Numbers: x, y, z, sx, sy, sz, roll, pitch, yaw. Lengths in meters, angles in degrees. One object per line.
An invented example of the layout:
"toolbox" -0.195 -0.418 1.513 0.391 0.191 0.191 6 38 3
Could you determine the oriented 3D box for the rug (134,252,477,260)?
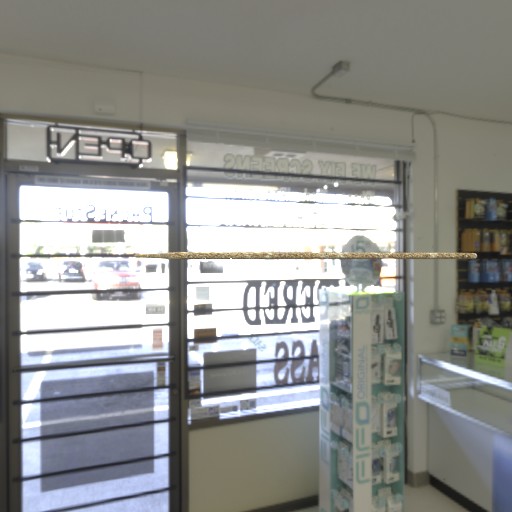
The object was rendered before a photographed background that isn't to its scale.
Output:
"rug" 0.000 0.000 3.122 1.524 0.030 2.438 0 0 -19
